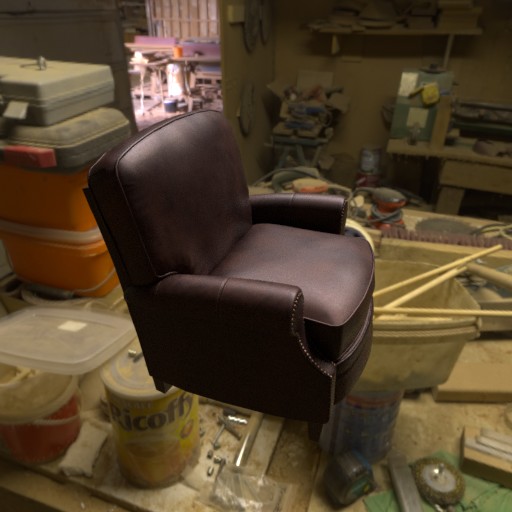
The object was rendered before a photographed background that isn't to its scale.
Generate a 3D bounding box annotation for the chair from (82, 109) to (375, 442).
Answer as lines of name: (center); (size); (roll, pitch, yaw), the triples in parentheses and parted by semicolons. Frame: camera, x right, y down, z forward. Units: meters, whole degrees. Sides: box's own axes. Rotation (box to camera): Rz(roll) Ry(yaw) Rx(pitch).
chair: (0.000, 0.000, 1.763); (0.986, 1.018, 0.936); (10, 31, 18)
